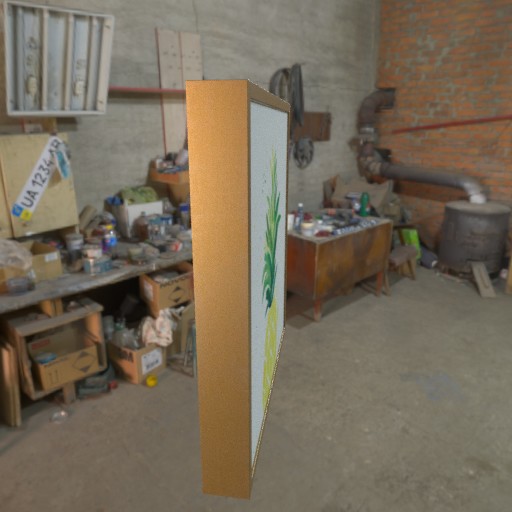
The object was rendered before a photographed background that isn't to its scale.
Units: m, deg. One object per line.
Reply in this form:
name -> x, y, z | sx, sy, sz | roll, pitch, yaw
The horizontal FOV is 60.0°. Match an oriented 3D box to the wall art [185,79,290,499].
wall art -> 0.000, 0.000, 0.449 | 0.038, 0.305, 0.306 | 3, 16, 9
